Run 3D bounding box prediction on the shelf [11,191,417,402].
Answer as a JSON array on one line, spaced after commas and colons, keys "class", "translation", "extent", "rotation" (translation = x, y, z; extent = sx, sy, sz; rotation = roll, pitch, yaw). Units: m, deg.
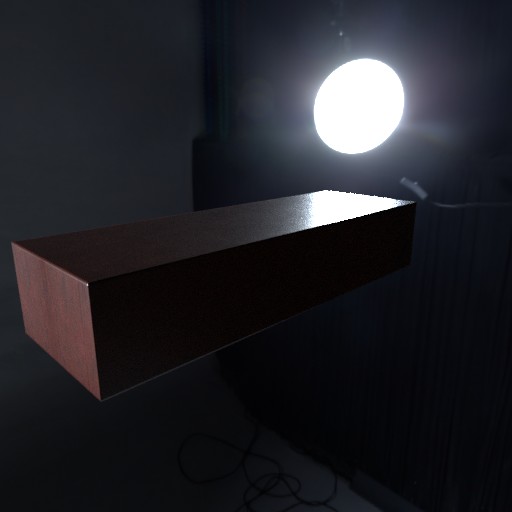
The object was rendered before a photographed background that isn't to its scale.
[{"class": "shelf", "translation": [0.000, 0.000, 0.506], "extent": [0.457, 0.088, 0.152], "rotation": [-16, 22, -42]}]
